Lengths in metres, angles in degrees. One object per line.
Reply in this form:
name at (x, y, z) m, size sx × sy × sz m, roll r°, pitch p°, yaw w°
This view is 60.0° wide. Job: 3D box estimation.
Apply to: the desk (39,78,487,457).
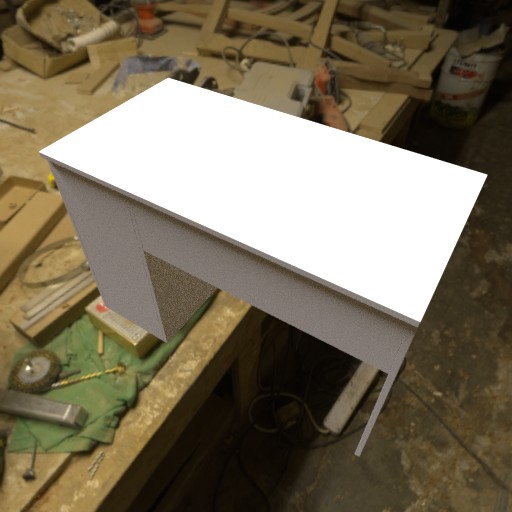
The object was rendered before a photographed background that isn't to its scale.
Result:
desk at (0.000, 0.000, 1.472) m, size 1.096 × 0.730 × 0.560 m, roll 24°, pitch 51°, yaw 22°
